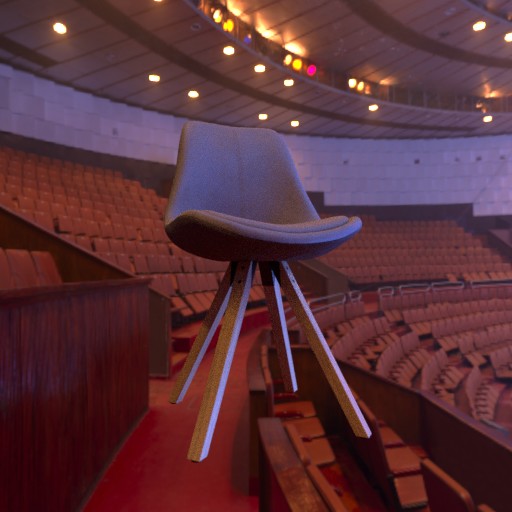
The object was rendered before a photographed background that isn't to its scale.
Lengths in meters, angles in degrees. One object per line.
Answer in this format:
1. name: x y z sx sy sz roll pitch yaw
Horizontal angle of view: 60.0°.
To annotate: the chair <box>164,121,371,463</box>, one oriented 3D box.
1. chair: 0.000 0.000 1.196 0.483 0.865 0.547 1 -2 -18
